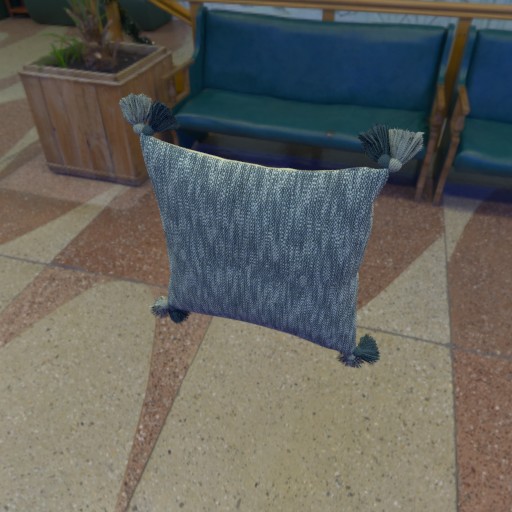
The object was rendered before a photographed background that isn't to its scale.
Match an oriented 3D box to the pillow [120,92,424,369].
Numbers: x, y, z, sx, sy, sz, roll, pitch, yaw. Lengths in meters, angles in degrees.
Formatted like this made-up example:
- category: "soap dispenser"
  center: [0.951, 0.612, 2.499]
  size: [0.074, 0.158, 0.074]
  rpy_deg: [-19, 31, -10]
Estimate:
- category: "pillow"
  center: [0.000, 0.000, 0.951]
  size: [0.614, 0.634, 0.138]
  rpy_deg: [12, 41, 14]
